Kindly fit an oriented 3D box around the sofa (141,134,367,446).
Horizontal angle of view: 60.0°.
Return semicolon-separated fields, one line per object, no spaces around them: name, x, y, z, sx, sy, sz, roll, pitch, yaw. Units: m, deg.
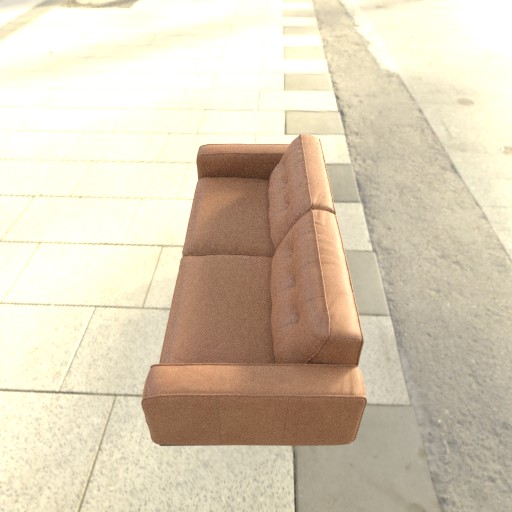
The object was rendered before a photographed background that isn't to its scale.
sofa;0.000;0.000;2.777;0.953;0.780;2.270;0;41;0
